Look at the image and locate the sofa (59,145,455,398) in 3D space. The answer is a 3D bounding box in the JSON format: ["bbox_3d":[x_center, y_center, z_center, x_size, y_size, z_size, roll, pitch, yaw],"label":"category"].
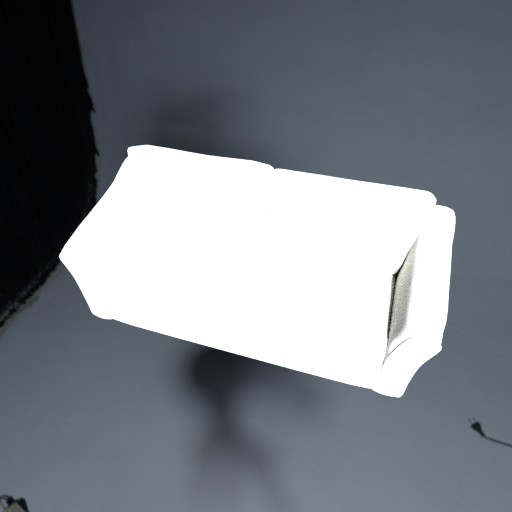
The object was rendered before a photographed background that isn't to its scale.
[{"bbox_3d":[0.000,0.000,2.814,2.270,0.965,0.980,12,43,13],"label":"sofa"}]
